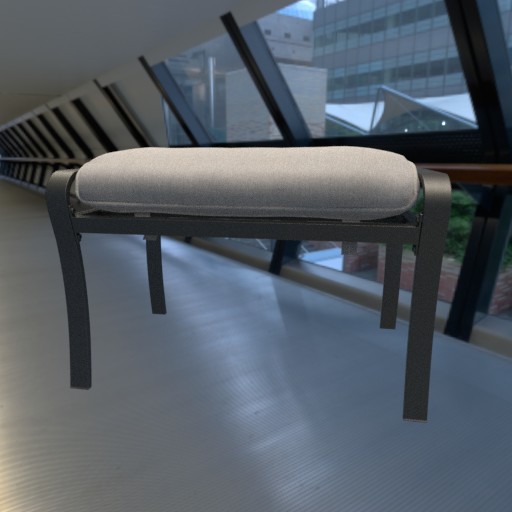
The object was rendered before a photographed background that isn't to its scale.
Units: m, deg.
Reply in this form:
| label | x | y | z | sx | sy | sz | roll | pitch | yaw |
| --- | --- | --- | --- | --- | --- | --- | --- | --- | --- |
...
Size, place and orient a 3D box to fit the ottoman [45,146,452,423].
| label | x | y | z | sx | sy | sz | roll | pitch | yaw |
| --- | --- | --- | --- | --- | --- | --- | --- | --- | --- |
| ottoman | 0.000 | 0.000 | 0.878 | 0.610 | 0.422 | 0.406 | 2 | 14 | 9 |
